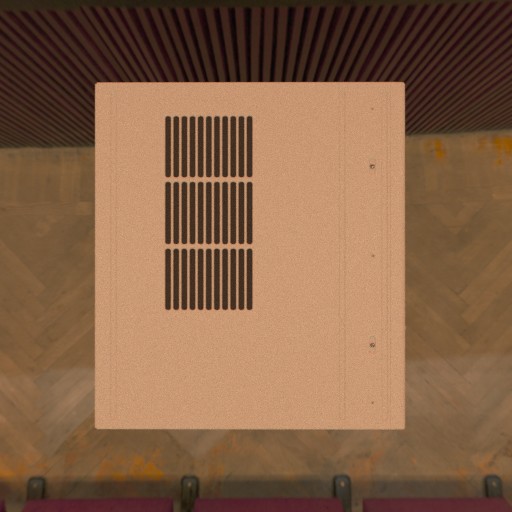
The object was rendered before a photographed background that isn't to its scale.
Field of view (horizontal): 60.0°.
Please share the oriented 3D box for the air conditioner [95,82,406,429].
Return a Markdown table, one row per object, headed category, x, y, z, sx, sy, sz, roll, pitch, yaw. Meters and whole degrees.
| category | x | y | z | sx | sy | sz | roll | pitch | yaw |
| --- | --- | --- | --- | --- | --- | --- | --- | --- | --- |
| air conditioner | 0.000 | 0.000 | 1.045 | 0.599 | 0.455 | 0.645 | 0 | 90 | 0 |
